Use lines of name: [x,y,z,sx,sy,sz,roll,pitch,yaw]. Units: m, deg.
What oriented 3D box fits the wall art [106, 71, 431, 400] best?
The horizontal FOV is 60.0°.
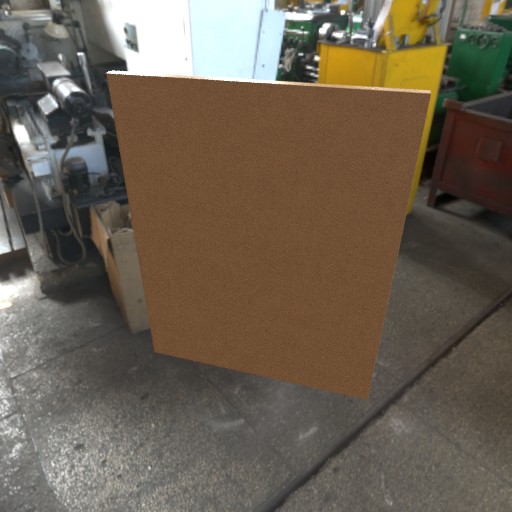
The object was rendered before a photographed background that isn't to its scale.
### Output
wall art: [0.000,0.000,1.337,0.798,1.002,0.030,9,34,14]
